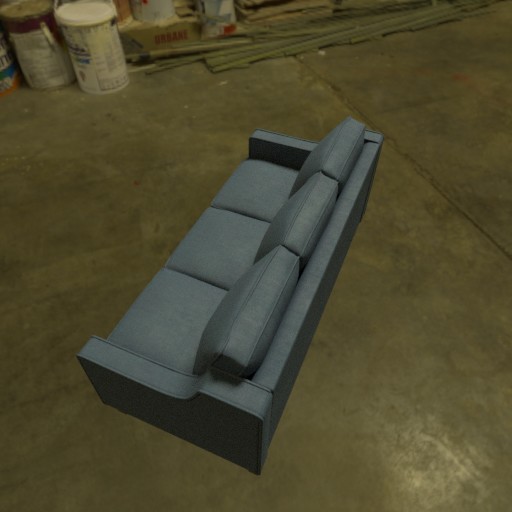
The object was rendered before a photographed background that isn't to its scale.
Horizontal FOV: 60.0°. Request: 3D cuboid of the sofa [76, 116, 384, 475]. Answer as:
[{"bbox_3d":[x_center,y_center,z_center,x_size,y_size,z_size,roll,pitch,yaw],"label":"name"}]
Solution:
[{"bbox_3d":[0.000,0.000,2.552,0.911,0.974,1.986,18,50,16],"label":"sofa"}]
